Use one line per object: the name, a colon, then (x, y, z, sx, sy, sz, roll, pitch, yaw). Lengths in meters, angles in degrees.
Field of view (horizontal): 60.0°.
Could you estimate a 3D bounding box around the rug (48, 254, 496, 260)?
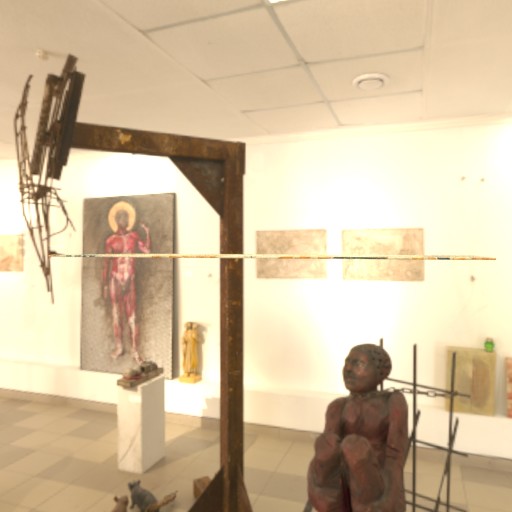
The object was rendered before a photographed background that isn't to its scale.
rug: (0.000, 0.000, 2.644, 2.437, 0.010, 0.783, 0, 1, 19)
